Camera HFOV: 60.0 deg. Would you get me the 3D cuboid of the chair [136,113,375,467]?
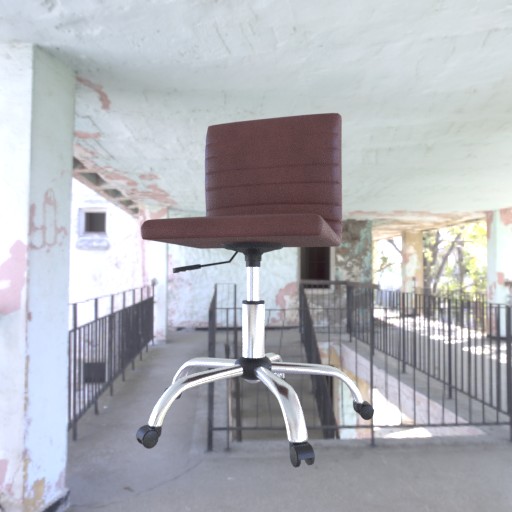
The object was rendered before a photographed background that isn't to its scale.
[{"bbox_3d":[0.000,0.000,1.093,0.556,0.780,0.530,-1,-2,17],"label":"chair"}]
